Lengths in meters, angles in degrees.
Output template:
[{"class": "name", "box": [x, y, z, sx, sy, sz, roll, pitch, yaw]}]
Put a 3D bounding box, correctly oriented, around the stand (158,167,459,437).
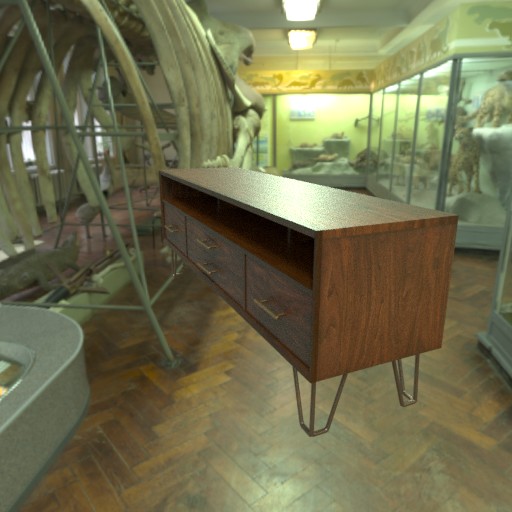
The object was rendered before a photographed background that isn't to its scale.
[{"class": "stand", "box": [0.000, 0.000, 1.914, 0.481, 0.610, 1.626, -7, 18, -24]}]
